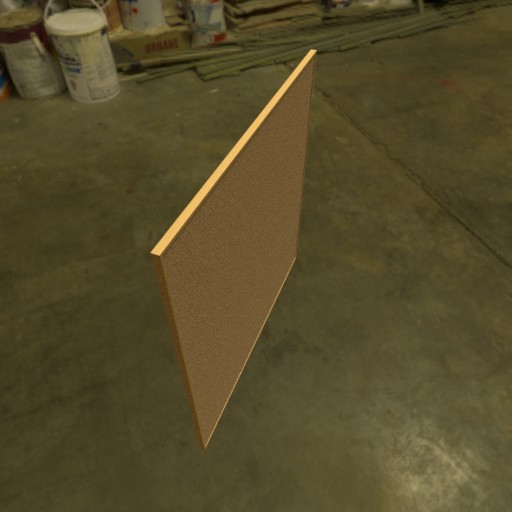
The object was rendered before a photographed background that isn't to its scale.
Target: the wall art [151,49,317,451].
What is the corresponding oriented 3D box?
[{"bbox_3d":[0.000,0.000,0.990,0.014,0.655,0.657,17,49,15],"label":"wall art"}]
